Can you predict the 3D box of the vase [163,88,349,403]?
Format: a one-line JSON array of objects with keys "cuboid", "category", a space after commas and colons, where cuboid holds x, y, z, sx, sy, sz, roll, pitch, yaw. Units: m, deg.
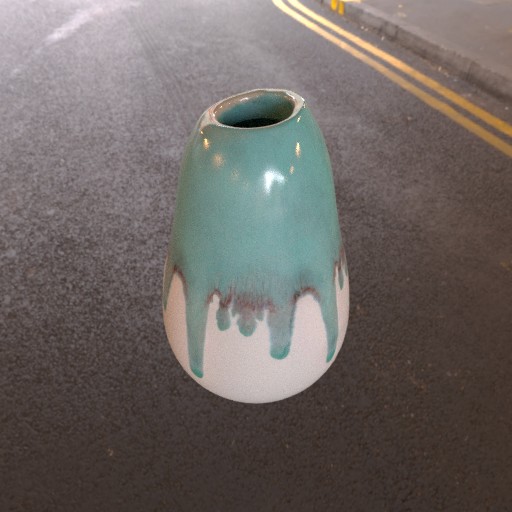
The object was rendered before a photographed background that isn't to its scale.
[{"cuboid": [0.000, 0.000, 0.255, 0.116, 0.179, 0.116, 0, 41, 0], "category": "vase"}]
